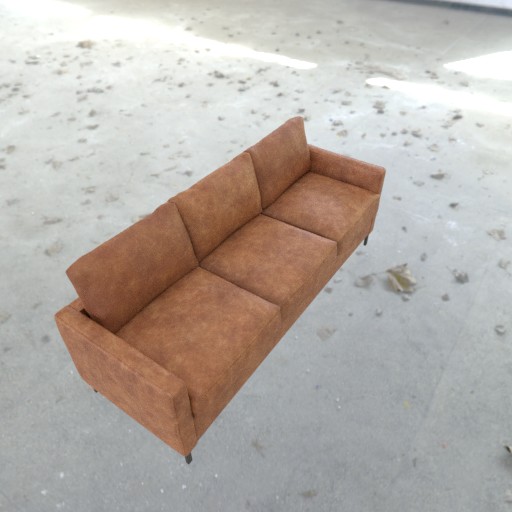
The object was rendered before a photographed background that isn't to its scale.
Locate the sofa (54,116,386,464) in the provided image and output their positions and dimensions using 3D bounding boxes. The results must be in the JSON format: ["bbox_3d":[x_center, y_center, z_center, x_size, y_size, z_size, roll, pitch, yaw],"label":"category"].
[{"bbox_3d":[0.000,0.000,2.480,0.748,0.863,2.029,25,47,26],"label":"sofa"}]
